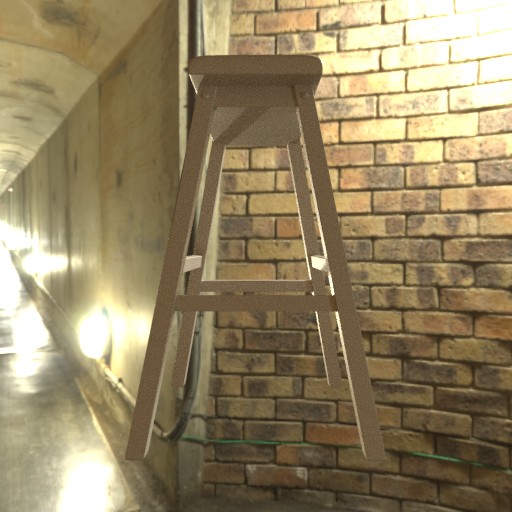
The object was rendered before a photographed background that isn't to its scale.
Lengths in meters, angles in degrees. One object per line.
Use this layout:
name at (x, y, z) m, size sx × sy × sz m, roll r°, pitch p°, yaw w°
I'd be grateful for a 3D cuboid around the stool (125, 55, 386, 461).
stool at (0.000, 0.000, 1.028) m, size 0.476 × 0.737 × 0.457 m, roll 0°, pitch 1°, yaw 0°
